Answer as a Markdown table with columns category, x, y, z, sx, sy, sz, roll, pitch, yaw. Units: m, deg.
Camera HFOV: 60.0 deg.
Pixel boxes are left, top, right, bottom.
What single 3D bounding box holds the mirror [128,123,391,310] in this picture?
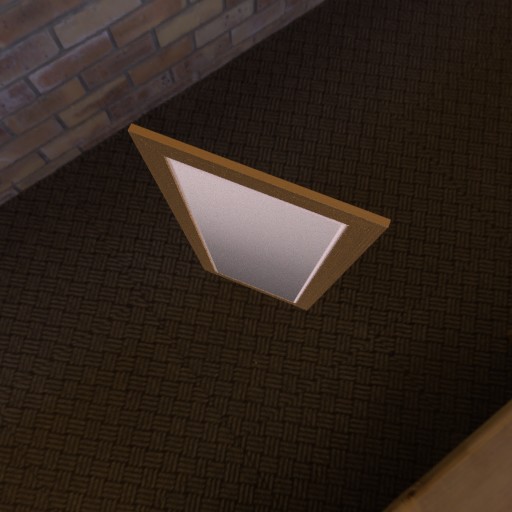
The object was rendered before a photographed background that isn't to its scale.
| category | x | y | z | sx | sy | sz | roll | pitch | yaw |
| --- | --- | --- | --- | --- | --- | --- | --- | --- | --- |
| mirror | 0.000 | 0.000 | 2.274 | 0.812 | 2.031 | 0.025 | 21 | 77 | 5 |
